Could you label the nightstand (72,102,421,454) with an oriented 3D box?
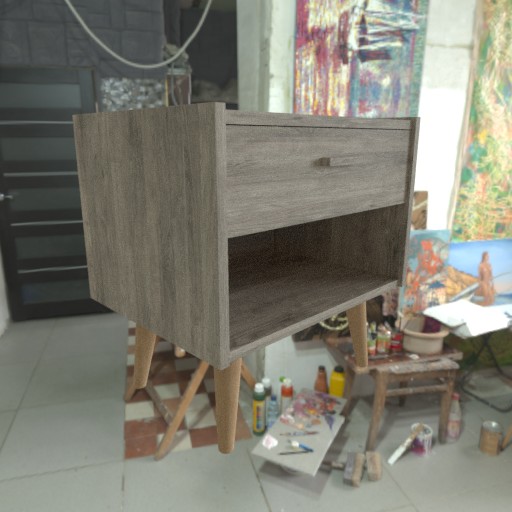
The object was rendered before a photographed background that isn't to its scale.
[{"bbox_3d":[0.000,0.000,0.829,0.480,0.500,0.380,-14,20,-43],"label":"nightstand"}]
